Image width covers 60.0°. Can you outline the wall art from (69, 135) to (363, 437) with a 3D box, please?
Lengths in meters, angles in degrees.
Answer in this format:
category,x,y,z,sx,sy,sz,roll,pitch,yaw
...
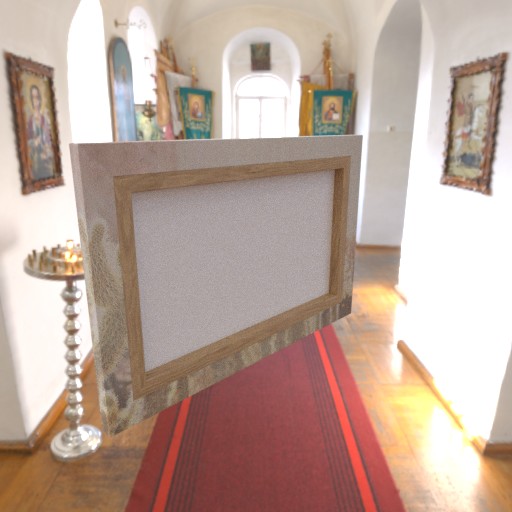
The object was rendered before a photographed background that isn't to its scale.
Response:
category,x,y,z,sx,sy,sz,roll,pitch,yaw
wall art,0.000,0.000,1.181,0.040,0.608,0.916,16,23,43
